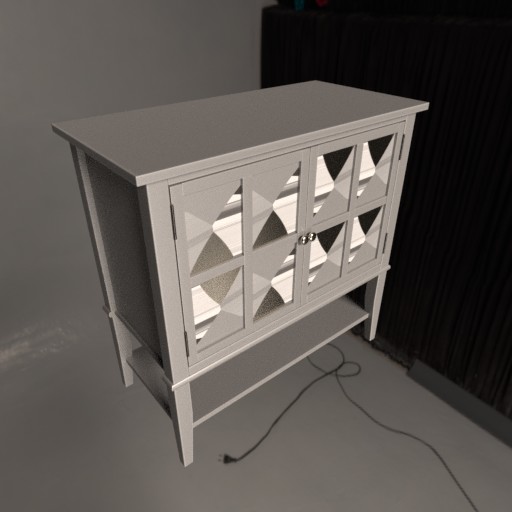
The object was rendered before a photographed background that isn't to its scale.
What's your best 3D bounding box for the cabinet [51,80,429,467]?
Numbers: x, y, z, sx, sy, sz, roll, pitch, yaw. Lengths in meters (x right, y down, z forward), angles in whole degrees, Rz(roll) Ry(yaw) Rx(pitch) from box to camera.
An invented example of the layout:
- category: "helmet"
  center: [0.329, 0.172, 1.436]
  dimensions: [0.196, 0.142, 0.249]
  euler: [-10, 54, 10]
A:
- category: "cabinet"
  center: [0.000, 0.000, 1.229]
  dimensions: [0.801, 0.780, 0.396]
  euler: [-23, 38, -33]
